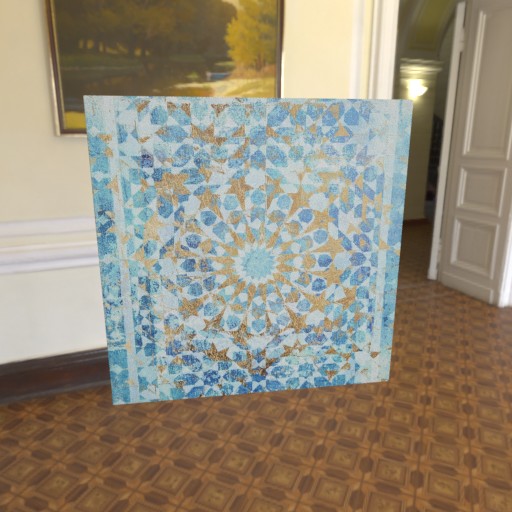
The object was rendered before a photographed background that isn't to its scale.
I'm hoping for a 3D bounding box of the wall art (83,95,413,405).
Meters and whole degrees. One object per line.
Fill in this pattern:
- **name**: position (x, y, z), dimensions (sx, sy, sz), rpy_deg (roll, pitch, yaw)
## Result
- **wall art**: position (0.000, 0.000, 0.907), dimensions (0.609, 0.609, 0.040), rpy_deg (-2, 15, -8)
